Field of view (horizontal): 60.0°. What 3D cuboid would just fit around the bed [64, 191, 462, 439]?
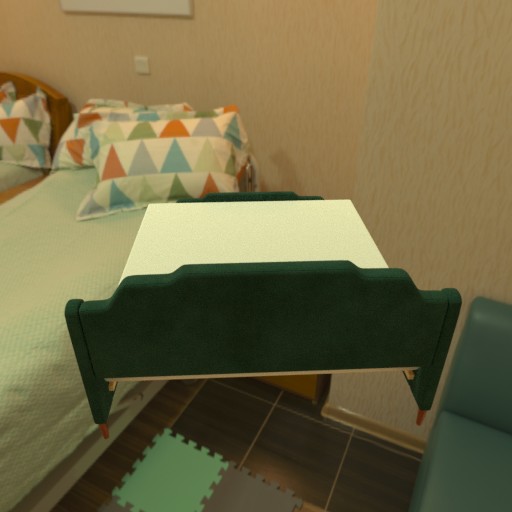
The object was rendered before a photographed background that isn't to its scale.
[{"bbox_3d":[0.000,0.000,3.481,2.074,1.245,2.340,-1,31,-2],"label":"bed"}]
